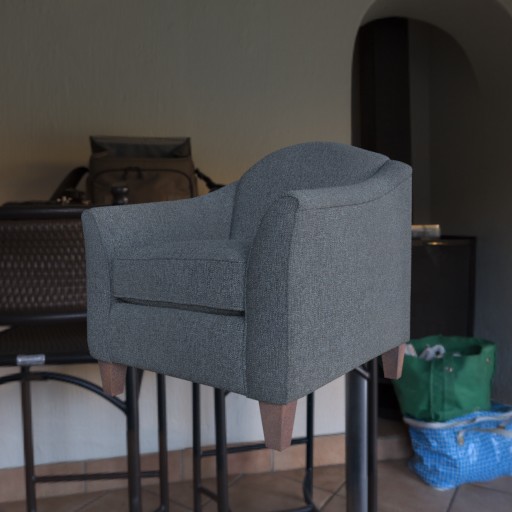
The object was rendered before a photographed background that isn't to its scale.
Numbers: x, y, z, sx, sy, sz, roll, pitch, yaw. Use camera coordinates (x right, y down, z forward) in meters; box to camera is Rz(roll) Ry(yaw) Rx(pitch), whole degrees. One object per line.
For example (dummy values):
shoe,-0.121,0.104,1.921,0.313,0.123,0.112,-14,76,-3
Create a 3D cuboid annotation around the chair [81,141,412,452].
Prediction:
chair,0.000,0.000,1.415,0.763,0.839,0.787,1,2,36
